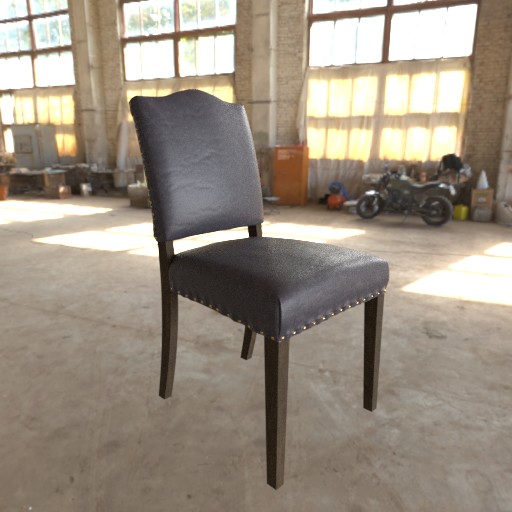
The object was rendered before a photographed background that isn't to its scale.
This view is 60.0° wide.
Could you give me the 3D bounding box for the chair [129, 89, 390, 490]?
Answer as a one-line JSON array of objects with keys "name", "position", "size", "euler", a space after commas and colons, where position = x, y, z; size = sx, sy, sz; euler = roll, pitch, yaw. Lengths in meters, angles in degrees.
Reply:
[{"name": "chair", "position": [0.000, 0.000, 1.340], "size": [0.633, 0.991, 0.500], "euler": [14, 20, 43]}]
